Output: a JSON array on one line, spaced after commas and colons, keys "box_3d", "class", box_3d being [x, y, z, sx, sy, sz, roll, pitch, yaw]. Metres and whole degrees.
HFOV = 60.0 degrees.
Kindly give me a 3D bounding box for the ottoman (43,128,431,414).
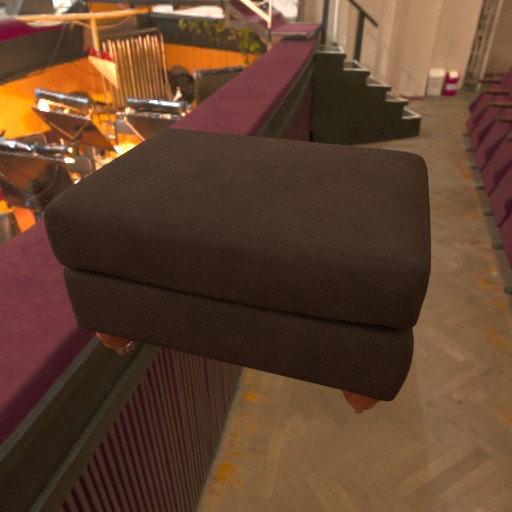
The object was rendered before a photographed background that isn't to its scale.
[{"box_3d": [0.000, 0.000, 1.123, 0.773, 0.497, 0.574, 10, 34, 15], "class": "ottoman"}]
